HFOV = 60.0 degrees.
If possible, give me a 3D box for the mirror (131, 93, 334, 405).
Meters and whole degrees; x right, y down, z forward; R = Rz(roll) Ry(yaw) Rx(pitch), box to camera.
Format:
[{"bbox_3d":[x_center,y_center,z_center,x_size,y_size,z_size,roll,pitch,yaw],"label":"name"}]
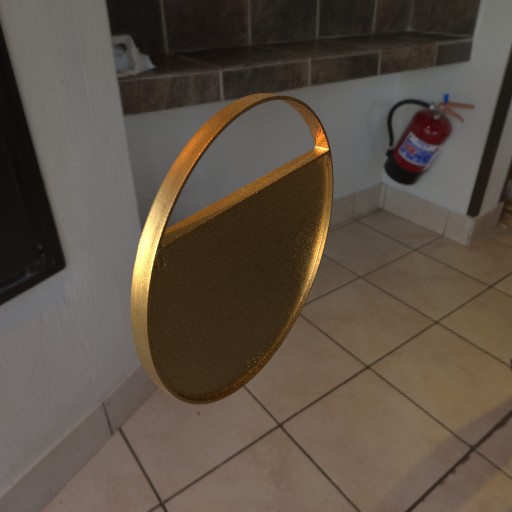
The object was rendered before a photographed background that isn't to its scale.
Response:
[{"bbox_3d":[0.000,0.000,0.819,0.032,0.565,0.565,20,37,29],"label":"mirror"}]
